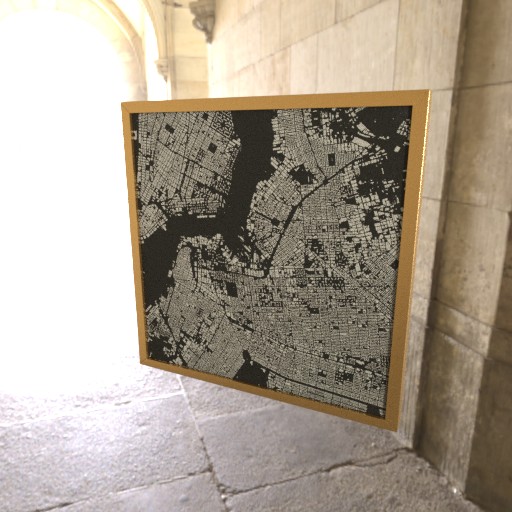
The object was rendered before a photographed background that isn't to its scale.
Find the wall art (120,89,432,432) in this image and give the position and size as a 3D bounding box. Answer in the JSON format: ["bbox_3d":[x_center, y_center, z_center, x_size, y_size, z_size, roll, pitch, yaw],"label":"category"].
[{"bbox_3d":[0.000,0.000,0.452,0.305,0.305,0.023,7,17,24],"label":"wall art"}]
